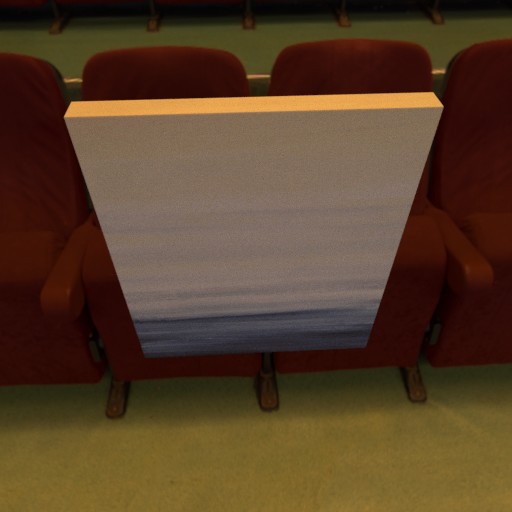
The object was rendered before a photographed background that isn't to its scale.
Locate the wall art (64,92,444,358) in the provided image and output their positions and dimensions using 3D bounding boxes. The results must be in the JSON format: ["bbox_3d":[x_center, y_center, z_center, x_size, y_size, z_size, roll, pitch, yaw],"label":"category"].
[{"bbox_3d":[0.000,0.000,0.703,0.435,0.511,0.037,-2,46,-2],"label":"wall art"}]
